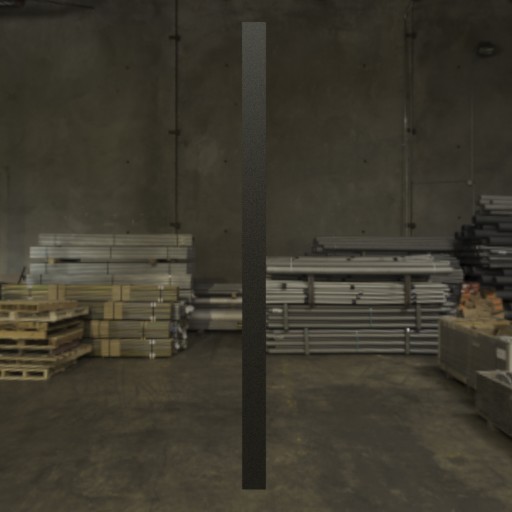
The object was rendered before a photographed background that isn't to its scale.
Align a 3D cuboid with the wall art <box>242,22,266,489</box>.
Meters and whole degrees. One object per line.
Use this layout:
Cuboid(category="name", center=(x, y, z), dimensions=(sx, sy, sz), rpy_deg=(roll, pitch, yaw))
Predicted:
Cuboid(category="wall art", center=(0.000, 0.000, 0.759), dimensions=(0.029, 0.559, 0.457), rpy_deg=(0, 0, 1))
